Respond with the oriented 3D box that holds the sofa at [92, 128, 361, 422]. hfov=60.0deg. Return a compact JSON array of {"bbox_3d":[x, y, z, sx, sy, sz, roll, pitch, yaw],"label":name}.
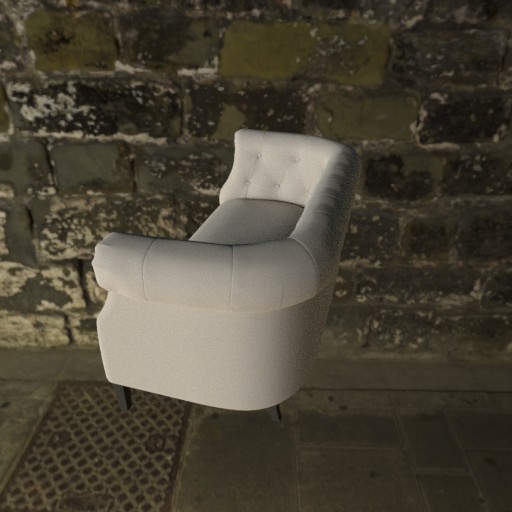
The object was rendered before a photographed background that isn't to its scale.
[{"bbox_3d":[0.000,0.000,2.100,0.835,0.827,1.558,8,31,14],"label":"sofa"}]
